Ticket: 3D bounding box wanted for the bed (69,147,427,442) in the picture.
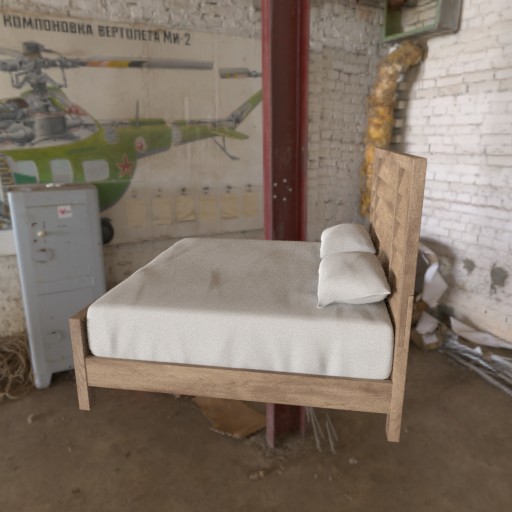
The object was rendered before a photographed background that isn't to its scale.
[{"bbox_3d":[0.000,0.000,3.502,2.032,1.626,2.032,2,15,9],"label":"bed"}]
